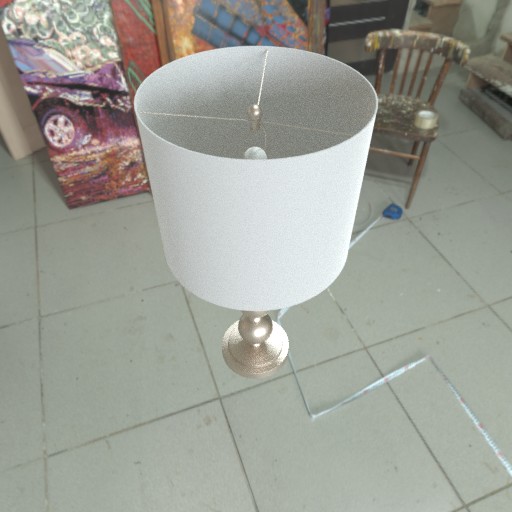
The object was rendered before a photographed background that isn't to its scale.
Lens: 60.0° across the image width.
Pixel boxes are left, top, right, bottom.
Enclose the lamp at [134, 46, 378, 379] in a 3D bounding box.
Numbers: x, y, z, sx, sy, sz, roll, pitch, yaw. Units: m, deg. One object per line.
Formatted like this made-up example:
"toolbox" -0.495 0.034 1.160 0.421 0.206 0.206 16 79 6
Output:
"lamp" 0.000 0.000 0.700 0.277 0.538 0.277 31 54 27
